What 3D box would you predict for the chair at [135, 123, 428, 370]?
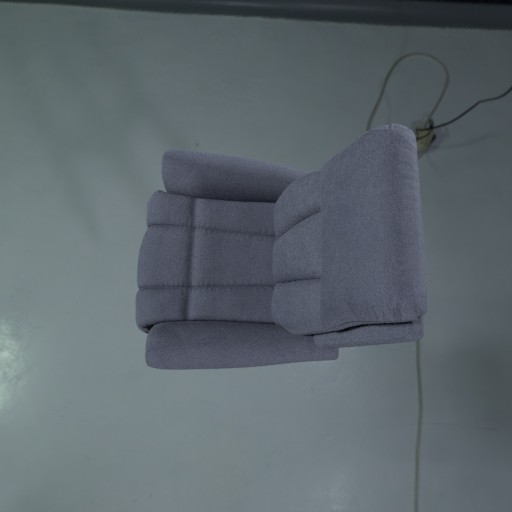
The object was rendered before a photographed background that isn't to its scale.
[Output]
[{"bbox_3d":[0.000,0.000,1.721,0.979,1.031,0.871,1,75,0],"label":"chair"}]
